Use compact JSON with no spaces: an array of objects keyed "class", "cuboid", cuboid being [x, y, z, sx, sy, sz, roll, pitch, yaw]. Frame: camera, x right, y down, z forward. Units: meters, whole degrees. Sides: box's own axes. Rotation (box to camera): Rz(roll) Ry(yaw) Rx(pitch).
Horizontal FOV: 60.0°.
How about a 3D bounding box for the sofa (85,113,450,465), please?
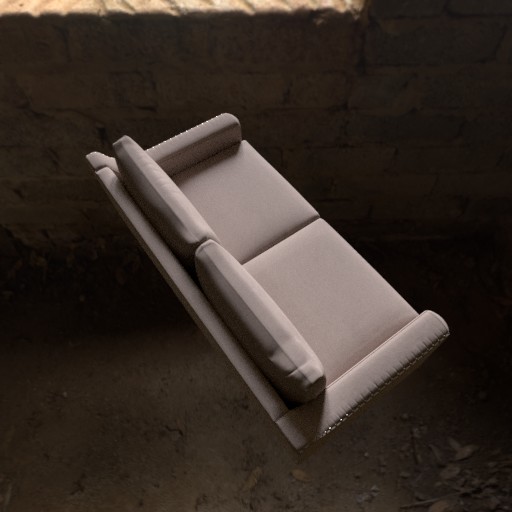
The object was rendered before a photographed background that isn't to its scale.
[{"class":"sofa","cuboid":[0.000,0.000,2.542,1.030,0.901,1.967,-32,63,-18]}]
